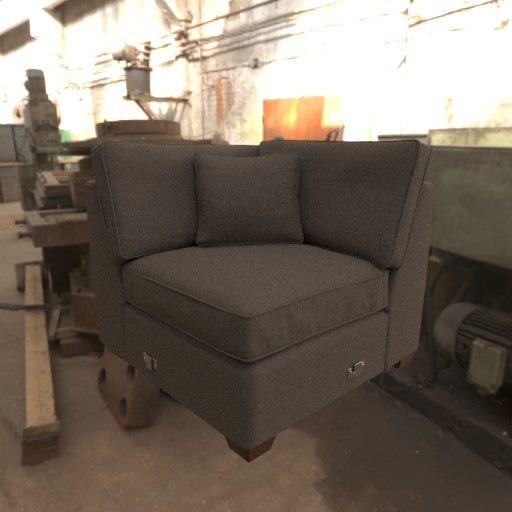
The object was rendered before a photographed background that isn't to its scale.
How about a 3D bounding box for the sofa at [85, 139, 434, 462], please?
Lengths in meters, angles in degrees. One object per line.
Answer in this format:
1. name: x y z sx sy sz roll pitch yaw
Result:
1. sofa: 0.000 0.000 1.963 1.084 1.002 1.146 -13 19 -41
